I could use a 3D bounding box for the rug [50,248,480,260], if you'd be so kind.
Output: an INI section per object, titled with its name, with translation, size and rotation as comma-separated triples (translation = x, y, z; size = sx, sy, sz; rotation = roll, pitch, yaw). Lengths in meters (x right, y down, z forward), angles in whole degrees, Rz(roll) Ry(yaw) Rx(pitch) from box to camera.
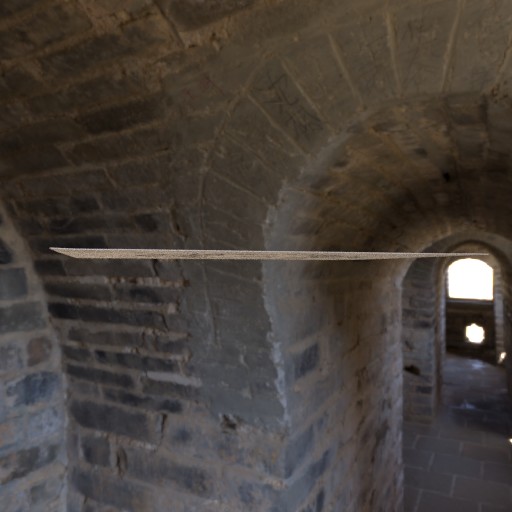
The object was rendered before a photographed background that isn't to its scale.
[rug]
translation = 0.000, 0.000, 2.287
size = 1.813, 0.008, 1.223
rotation = 1, -2, -18
